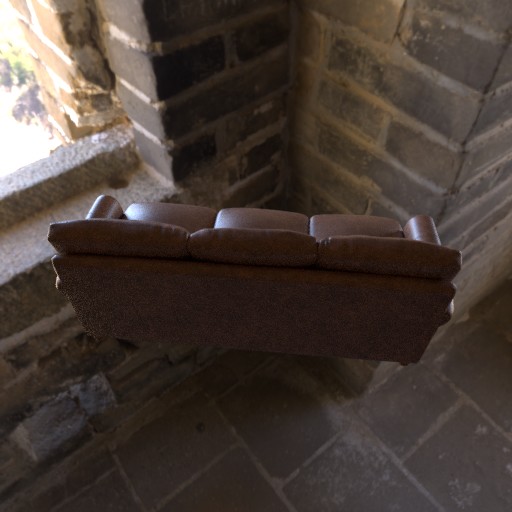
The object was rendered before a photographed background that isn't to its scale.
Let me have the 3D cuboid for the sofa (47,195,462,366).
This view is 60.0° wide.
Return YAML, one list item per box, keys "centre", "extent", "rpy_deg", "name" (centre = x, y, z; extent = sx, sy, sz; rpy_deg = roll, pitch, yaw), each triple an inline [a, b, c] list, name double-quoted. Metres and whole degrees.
- centre: [0.000, 0.000, 2.894]
  extent: [2.351, 0.977, 0.973]
  rpy_deg: [4, 47, 4]
  name: "sofa"
